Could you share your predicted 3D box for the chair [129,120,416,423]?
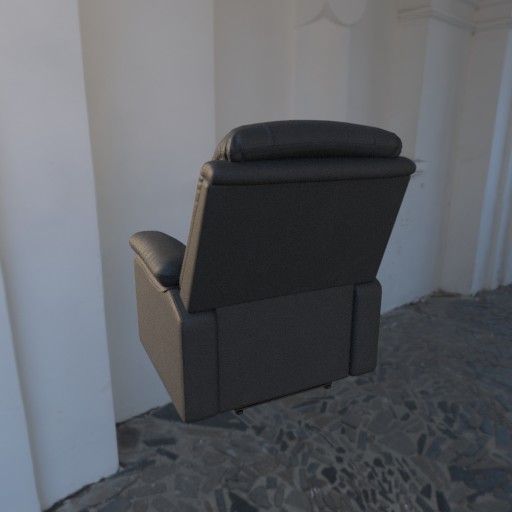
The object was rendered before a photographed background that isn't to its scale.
[{"bbox_3d":[0.000,0.000,1.729,0.855,0.992,0.919,-7,17,-25],"label":"chair"}]
